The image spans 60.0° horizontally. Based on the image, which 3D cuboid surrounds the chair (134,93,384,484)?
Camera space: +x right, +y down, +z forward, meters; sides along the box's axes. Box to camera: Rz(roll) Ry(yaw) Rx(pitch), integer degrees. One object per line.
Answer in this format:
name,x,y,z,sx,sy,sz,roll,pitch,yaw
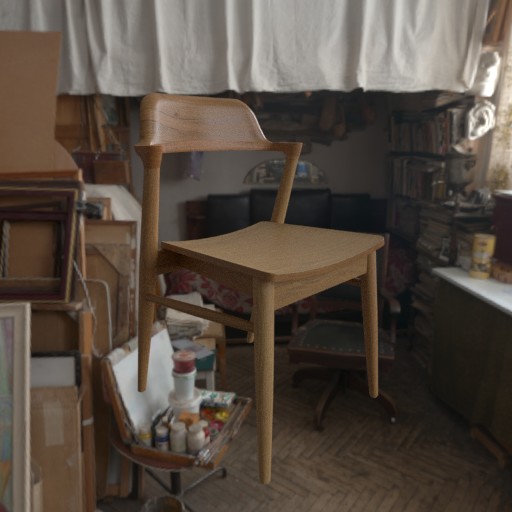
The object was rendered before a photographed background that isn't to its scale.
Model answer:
chair,0.000,0.000,1.124,0.499,0.792,0.512,14,21,42
